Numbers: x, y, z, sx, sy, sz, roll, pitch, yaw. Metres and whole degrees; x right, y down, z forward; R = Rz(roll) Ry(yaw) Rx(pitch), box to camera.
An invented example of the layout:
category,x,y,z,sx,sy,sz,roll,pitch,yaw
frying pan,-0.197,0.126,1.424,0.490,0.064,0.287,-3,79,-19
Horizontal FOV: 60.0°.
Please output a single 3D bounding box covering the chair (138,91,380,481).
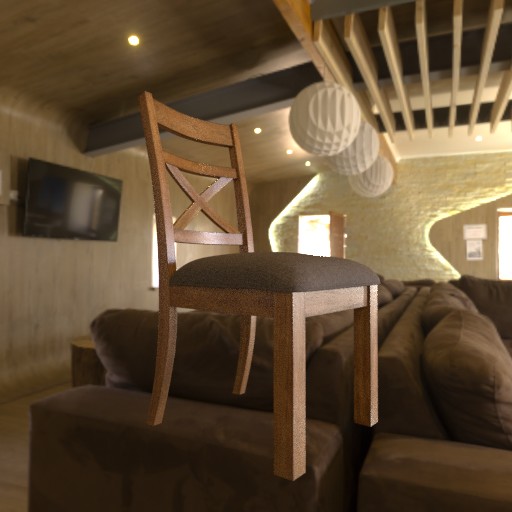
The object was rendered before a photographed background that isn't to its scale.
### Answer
category,x,y,z,sx,sy,sz,roll,pitch,yaw
chair,0.000,0.000,1.272,0.581,0.949,0.470,-1,-1,38
